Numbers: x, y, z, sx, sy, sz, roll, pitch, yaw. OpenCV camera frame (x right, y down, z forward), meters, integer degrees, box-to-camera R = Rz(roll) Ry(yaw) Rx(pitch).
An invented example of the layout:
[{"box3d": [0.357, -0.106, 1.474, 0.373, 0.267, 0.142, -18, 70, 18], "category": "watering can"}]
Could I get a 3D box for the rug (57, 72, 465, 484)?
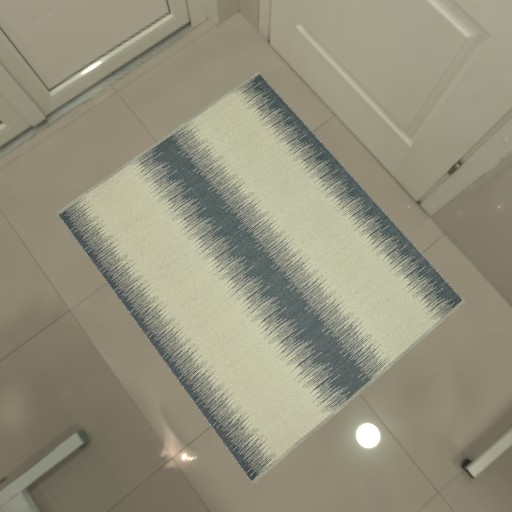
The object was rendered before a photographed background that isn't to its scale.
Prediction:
[{"box3d": [0.000, 0.000, 4.112, 2.453, 0.004, 3.037, -38, 80, -8], "category": "rug"}]
